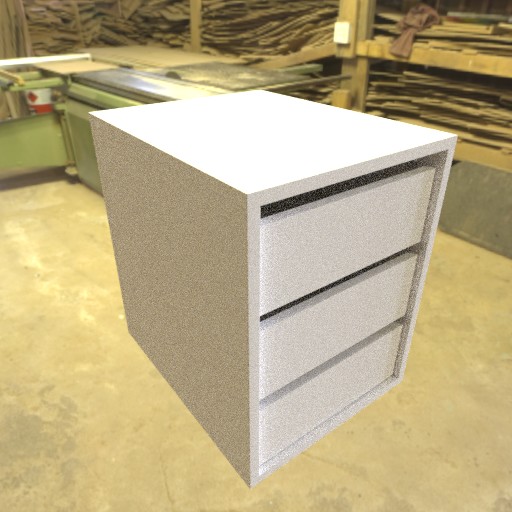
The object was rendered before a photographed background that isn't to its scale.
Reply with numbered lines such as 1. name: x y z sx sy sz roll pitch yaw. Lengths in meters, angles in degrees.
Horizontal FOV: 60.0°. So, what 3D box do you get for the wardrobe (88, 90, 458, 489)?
1. wardrobe: 0.000 0.000 0.878 0.400 0.520 0.500 -21 36 -31
